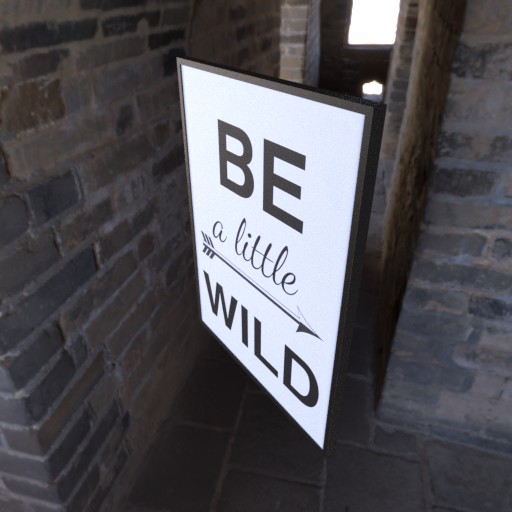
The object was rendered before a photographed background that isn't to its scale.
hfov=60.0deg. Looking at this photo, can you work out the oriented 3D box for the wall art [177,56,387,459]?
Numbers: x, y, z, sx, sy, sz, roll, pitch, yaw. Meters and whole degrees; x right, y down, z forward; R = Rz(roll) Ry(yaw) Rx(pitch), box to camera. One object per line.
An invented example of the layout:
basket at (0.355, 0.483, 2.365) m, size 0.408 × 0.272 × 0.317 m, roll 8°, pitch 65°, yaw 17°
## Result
wall art at (0.000, 0.000, 1.386) m, size 0.038 × 1.062 × 0.806 m, roll -20°, pitch 37°, yaw -29°
